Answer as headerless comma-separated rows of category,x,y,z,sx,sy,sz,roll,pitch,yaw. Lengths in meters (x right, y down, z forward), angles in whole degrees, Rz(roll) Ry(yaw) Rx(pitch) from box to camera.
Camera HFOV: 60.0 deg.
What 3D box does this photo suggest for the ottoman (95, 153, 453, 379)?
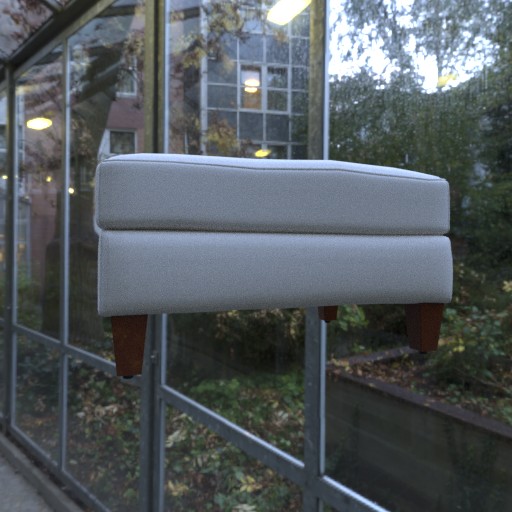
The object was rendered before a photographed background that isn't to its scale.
ottoman,0.000,0.000,1.223,0.818,0.479,0.634,0,0,-18
